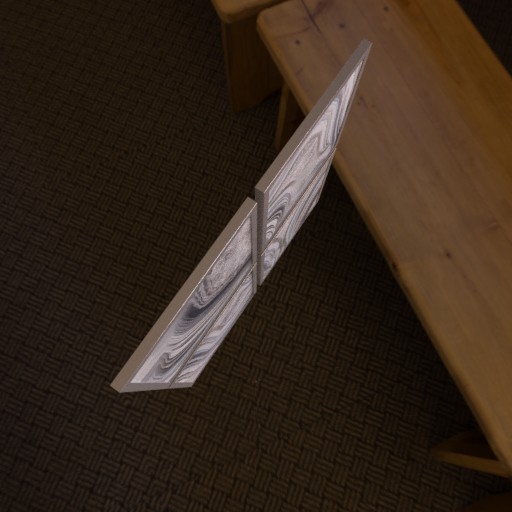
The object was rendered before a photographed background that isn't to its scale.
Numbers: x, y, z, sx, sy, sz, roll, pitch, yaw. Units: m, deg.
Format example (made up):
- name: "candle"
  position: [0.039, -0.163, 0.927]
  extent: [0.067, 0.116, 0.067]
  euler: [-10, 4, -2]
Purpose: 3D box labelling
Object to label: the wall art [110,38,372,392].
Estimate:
- name: "wall art"
  position: [0.000, 0.000, 1.644]
  extent: [0.029, 1.118, 1.118]
  euler: [33, 77, 9]
